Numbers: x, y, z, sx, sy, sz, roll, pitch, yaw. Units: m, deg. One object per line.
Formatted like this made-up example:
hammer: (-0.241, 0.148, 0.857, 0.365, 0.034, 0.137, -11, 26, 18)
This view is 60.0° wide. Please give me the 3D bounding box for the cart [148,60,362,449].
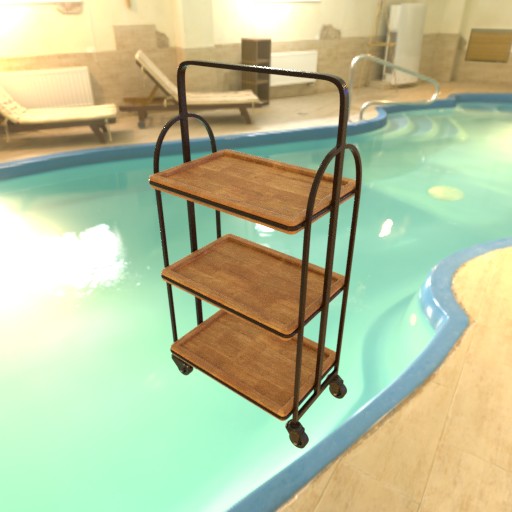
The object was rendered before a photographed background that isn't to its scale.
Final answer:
cart: (0.000, 0.000, 1.265, 0.553, 1.001, 0.327, 21, 36, 32)
